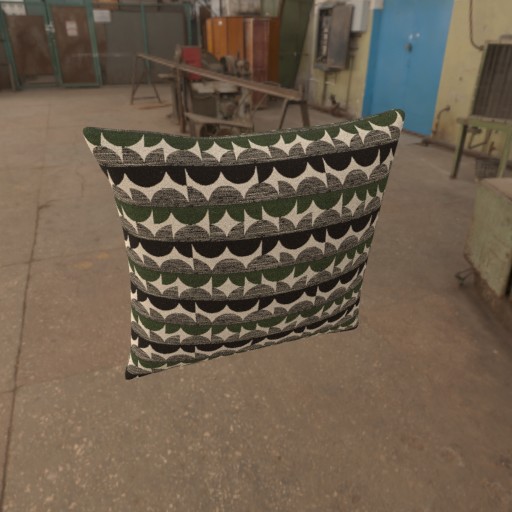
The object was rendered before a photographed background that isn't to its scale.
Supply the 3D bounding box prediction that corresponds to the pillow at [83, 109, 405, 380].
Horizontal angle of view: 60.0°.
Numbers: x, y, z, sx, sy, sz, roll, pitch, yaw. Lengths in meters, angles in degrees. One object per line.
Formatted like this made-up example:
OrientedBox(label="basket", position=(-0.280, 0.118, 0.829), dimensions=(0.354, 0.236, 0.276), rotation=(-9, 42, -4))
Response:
OrientedBox(label="pillow", position=(0.000, 0.000, 0.651), dimensions=(0.419, 0.404, 0.180), rotation=(-9, 28, -17))
